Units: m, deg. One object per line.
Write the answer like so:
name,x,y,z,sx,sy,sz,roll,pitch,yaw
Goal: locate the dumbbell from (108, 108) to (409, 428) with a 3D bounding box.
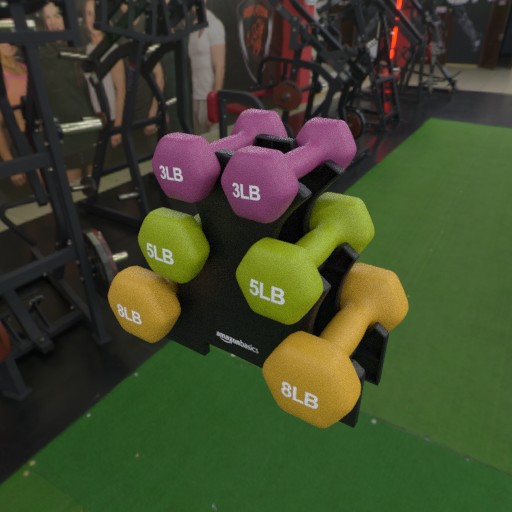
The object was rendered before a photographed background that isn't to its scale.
dumbbell,0.000,0.000,0.471,0.300,0.271,0.190,18,34,29
